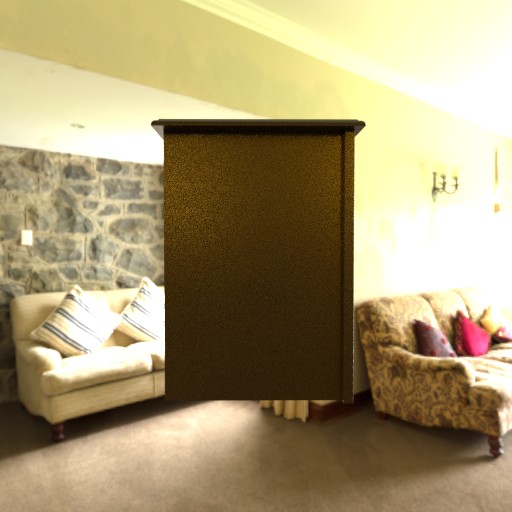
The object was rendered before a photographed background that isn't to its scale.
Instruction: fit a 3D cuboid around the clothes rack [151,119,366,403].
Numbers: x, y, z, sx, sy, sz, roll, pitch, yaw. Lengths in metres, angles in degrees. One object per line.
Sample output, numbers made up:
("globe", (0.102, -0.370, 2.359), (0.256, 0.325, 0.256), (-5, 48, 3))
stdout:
("clothes rack", (0.000, 0.000, 1.452), (0.406, 0.556, 1.219), (0, 1, 0))
